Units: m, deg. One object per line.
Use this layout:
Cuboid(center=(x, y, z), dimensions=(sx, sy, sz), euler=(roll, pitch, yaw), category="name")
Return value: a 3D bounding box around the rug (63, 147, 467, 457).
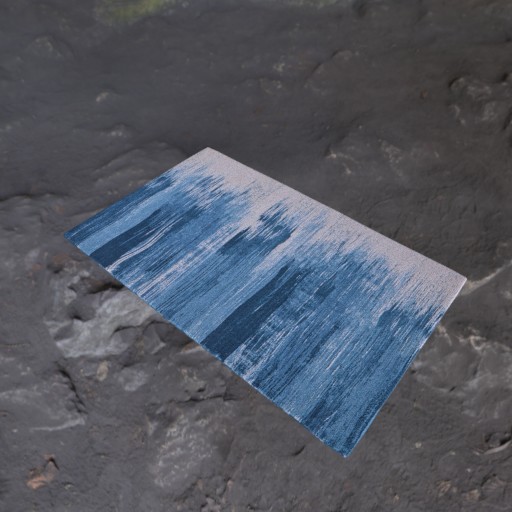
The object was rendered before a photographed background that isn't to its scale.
Cuboid(center=(0.000, 0.000, 3.110), dimensions=(2.450, 0.027, 1.540), euler=(32, 54, 26), category="rug")
